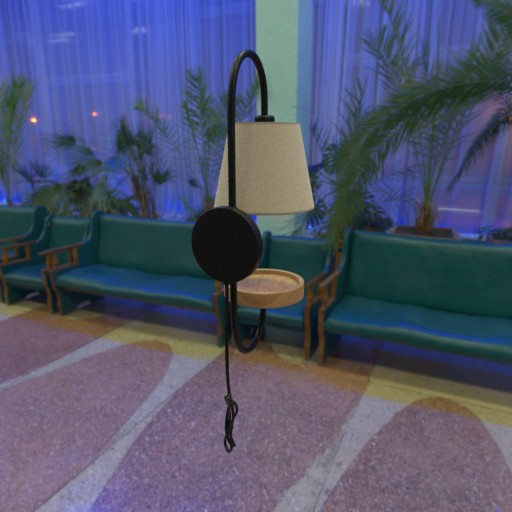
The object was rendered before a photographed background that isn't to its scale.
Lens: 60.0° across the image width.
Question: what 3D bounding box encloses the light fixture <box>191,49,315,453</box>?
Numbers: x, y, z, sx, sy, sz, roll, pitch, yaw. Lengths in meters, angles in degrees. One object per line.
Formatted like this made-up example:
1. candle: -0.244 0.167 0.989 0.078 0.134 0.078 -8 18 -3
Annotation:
1. light fixture: 0.000 0.000 0.967 0.220 0.821 0.299 7 17 25
